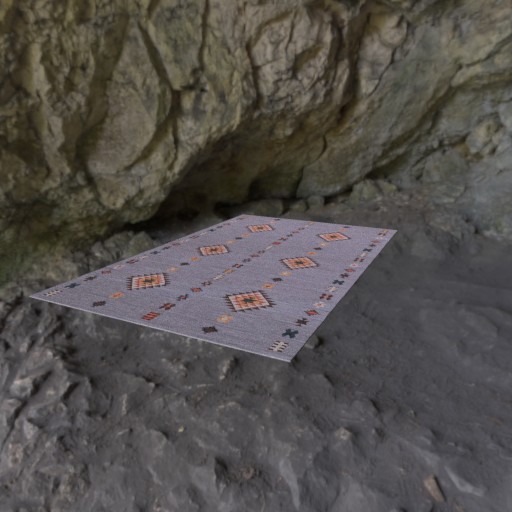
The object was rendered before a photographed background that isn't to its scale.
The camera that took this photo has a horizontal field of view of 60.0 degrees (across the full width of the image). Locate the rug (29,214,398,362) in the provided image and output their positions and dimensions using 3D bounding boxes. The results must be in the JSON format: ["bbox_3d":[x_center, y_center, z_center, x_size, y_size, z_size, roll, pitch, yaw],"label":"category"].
[{"bbox_3d":[0.000,0.000,3.097,1.515,0.007,2.427,8,19,25],"label":"rug"}]
